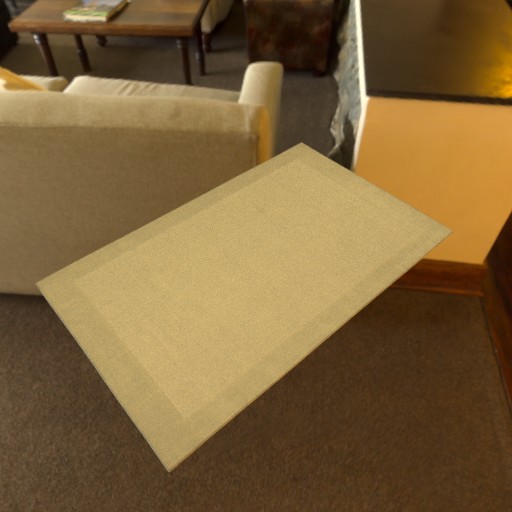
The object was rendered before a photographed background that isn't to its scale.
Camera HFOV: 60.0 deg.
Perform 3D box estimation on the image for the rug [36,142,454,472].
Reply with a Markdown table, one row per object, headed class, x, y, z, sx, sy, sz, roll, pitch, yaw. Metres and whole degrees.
| class | x | y | z | sx | sy | sz | roll | pitch | yaw |
| --- | --- | --- | --- | --- | --- | --- | --- | --- | --- |
| rug | 0.000 | 0.000 | 3.006 | 2.438 | 0.014 | 1.524 | -33 | 55 | -27 |
